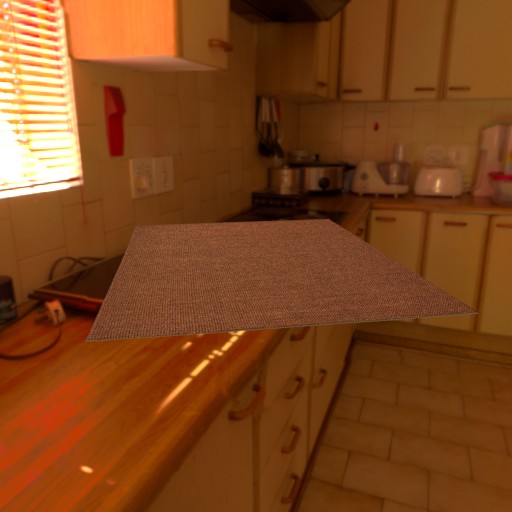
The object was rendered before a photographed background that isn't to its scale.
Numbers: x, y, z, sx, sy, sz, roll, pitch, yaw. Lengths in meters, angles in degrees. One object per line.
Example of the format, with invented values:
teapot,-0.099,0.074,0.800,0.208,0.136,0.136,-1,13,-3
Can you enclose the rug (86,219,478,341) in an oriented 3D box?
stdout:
rug,0.000,0.000,4.139,2.456,0.021,3.068,-3,17,-9
